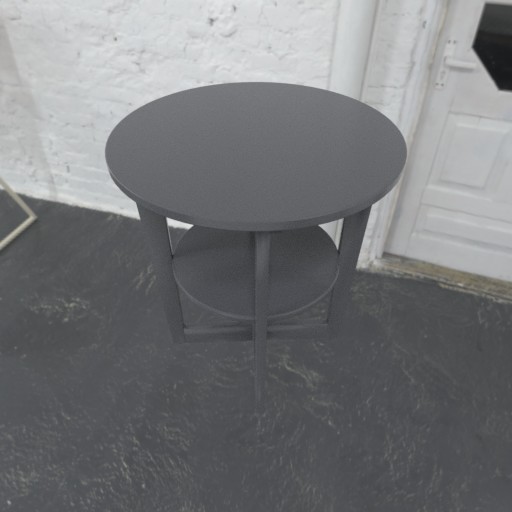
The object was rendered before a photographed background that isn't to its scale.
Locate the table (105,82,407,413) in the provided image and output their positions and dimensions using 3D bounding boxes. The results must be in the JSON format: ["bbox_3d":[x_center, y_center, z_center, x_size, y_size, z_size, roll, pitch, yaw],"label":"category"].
[{"bbox_3d":[0.000,0.000,0.935,0.500,0.550,0.500,0,41,0],"label":"table"}]
